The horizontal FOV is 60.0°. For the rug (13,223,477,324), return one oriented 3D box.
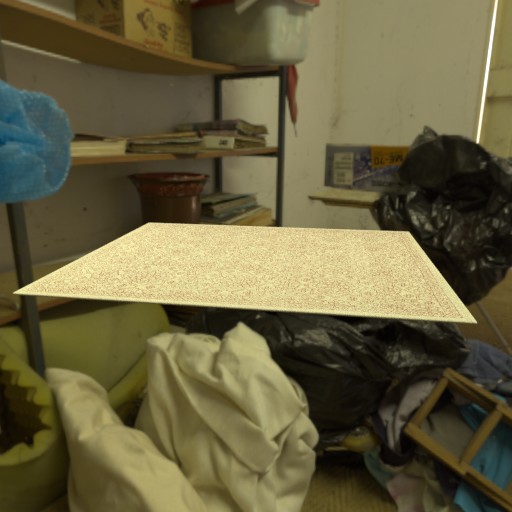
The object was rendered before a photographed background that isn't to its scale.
[{"bbox_3d":[0.000,0.000,4.010,3.050,0.015,2.441,3,16,9],"label":"rug"}]
